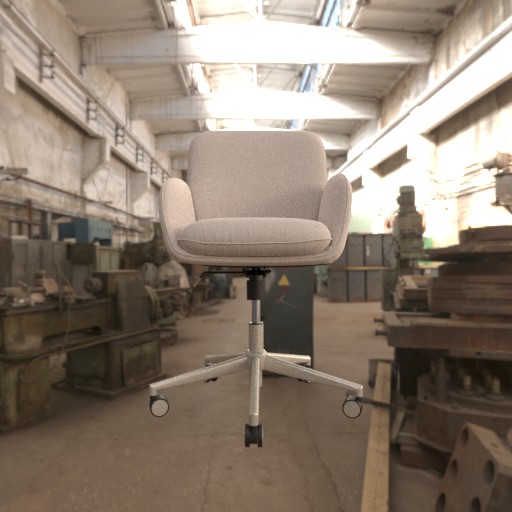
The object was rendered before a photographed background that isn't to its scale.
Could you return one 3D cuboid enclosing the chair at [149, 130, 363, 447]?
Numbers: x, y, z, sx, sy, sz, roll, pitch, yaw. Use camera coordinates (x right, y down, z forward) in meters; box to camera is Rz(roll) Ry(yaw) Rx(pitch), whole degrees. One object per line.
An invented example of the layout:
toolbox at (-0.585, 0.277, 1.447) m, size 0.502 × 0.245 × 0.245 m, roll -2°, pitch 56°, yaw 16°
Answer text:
chair at (0.000, 0.000, 1.405) m, size 0.648 × 0.959 × 0.633 m, roll 0°, pitch 1°, yaw 1°
